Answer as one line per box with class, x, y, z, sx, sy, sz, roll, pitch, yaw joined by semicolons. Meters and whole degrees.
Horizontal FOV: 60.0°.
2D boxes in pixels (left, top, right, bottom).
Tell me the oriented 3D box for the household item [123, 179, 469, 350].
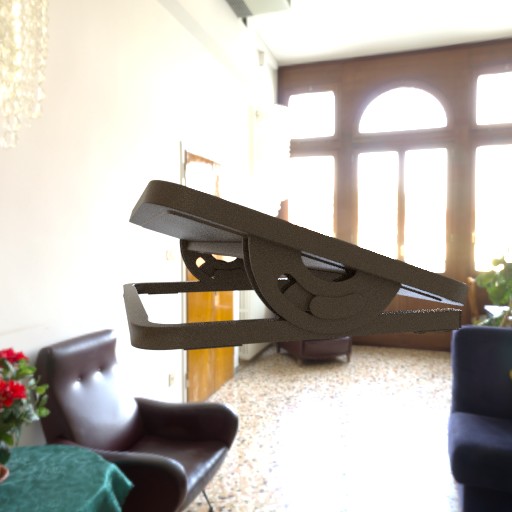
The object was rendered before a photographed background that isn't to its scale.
household item;0.000;0.000;0.531;0.301;0.126;0.390;-1;2;-18
